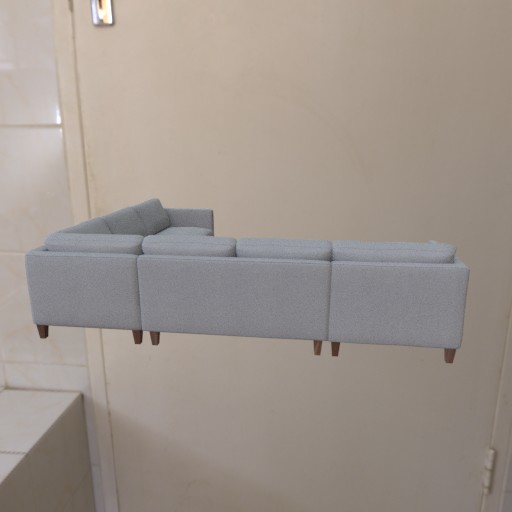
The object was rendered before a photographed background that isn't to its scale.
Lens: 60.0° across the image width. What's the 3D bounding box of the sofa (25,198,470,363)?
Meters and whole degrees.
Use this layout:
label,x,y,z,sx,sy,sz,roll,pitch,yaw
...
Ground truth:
label,x,y,z,sx,sy,sz,roll,pitch,yaw
sofa,0.000,0.000,4.394,3.238,0.853,2.551,2,14,7
